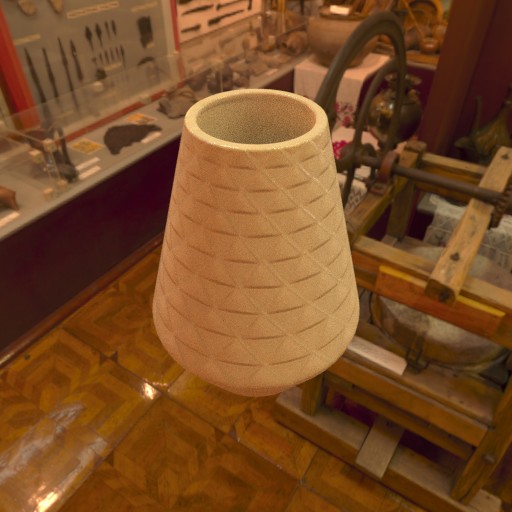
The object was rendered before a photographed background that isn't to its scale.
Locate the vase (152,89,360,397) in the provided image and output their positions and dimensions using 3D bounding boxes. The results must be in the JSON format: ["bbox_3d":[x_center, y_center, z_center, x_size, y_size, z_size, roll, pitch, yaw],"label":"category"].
[{"bbox_3d":[0.000,0.000,0.349,0.175,0.230,0.175,0,42,0],"label":"vase"}]
